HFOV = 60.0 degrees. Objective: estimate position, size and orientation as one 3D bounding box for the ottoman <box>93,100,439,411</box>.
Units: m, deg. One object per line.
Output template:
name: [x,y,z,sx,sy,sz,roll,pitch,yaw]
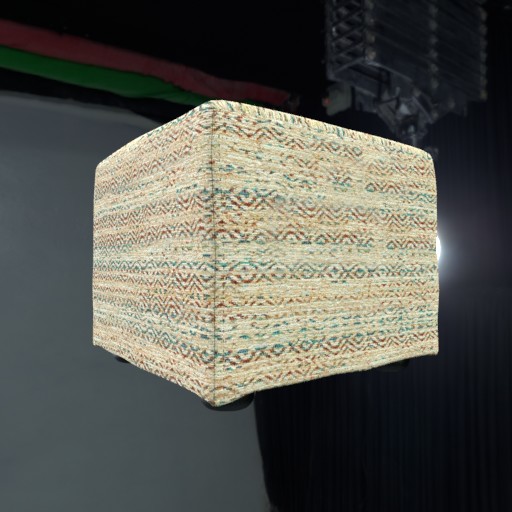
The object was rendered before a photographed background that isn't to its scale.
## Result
ottoman: [0.000,0.000,0.905,0.521,0.453,0.512,1,-1,-36]
